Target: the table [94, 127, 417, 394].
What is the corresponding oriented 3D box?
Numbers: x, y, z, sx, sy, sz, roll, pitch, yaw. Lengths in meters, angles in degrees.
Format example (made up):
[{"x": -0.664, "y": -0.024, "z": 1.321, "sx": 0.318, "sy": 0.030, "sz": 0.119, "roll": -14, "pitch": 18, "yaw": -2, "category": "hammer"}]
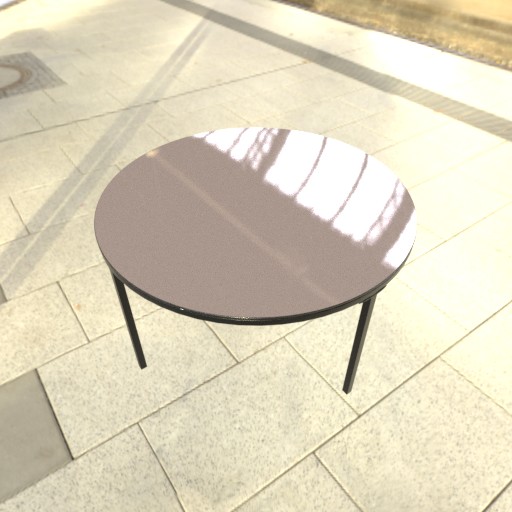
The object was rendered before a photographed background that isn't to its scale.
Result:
[{"x": 0.000, "y": 0.000, "z": 1.267, "sx": 0.800, "sy": 0.400, "sz": 0.800, "roll": 0, "pitch": 42, "yaw": 0, "category": "table"}]
